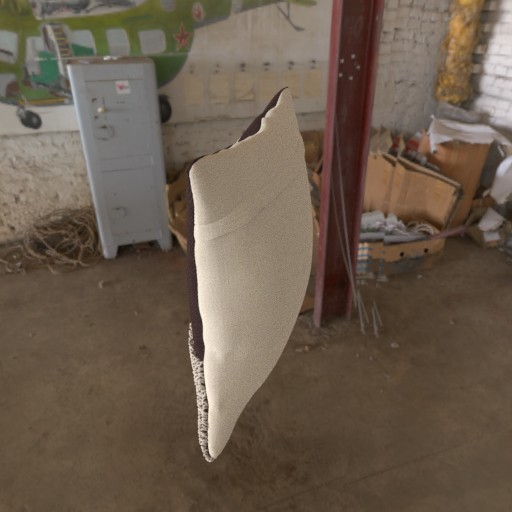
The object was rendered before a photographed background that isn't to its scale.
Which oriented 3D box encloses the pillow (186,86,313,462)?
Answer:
[{"bbox_3d":[0.000,0.000,0.752,0.178,0.473,0.475,9,31,14],"label":"pillow"}]
